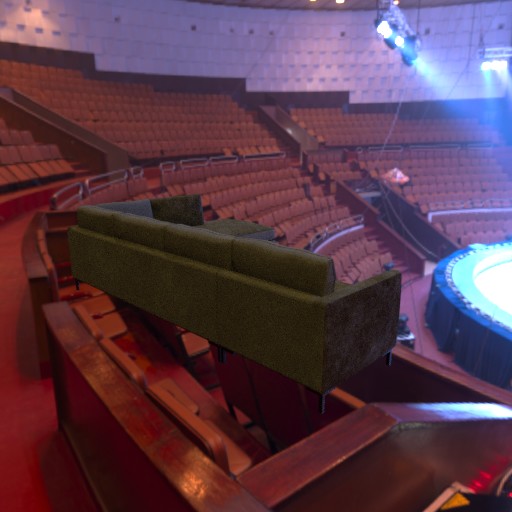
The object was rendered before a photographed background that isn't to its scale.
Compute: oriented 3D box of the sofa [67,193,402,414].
[{"bbox_3d":[0.000,0.000,3.233,2.486,0.687,1.707,14,20,42],"label":"sofa"}]
